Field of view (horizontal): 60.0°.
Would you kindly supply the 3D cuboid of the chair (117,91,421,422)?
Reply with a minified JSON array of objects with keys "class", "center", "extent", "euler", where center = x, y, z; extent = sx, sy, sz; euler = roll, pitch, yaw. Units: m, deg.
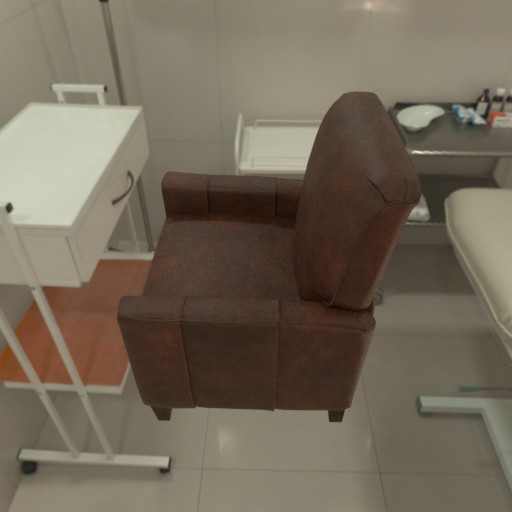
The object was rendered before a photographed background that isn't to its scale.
[{"class":"chair","center":[0.000,0.000,1.646],"extent":[0.836,1.043,0.843],"euler":[1,40,1]}]
